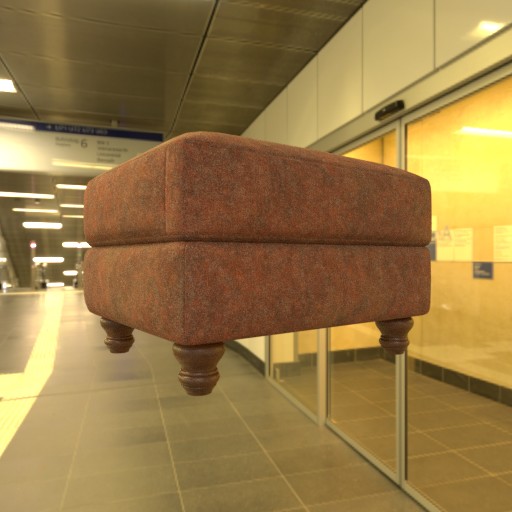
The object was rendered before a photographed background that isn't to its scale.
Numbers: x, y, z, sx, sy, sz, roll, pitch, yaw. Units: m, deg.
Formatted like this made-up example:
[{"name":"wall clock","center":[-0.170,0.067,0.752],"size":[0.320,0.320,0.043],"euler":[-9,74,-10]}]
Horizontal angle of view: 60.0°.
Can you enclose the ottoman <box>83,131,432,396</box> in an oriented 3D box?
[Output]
[{"name":"ottoman","center":[0.000,0.000,1.171],"size":[0.787,0.508,0.635],"euler":[0,0,-36]}]
